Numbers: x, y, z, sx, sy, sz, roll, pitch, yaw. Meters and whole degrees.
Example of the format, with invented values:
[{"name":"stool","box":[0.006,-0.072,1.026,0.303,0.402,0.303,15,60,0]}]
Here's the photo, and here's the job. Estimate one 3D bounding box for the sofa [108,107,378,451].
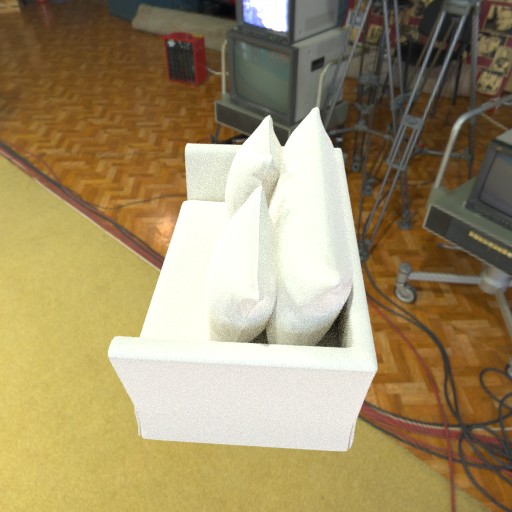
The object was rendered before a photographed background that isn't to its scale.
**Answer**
[{"name":"sofa","box":[0.000,0.000,2.295,1.026,1.039,1.608,2,42,3]}]
